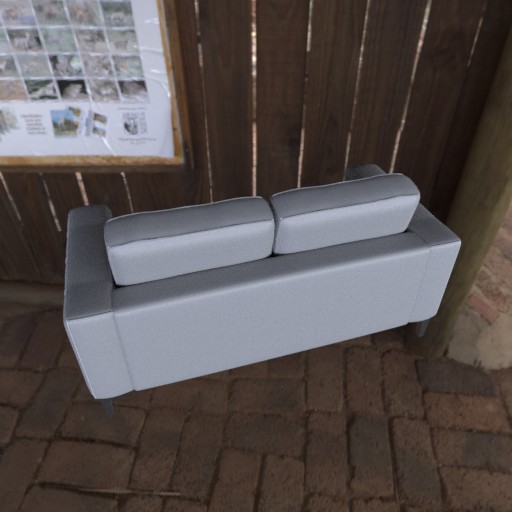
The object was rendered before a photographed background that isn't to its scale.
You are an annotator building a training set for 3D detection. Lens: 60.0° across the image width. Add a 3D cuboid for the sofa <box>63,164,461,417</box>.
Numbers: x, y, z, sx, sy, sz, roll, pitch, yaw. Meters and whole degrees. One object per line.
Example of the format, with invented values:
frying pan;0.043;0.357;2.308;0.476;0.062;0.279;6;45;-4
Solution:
sofa;0.000;0.000;2.202;1.726;0.892;0.833;-11;40;-13
